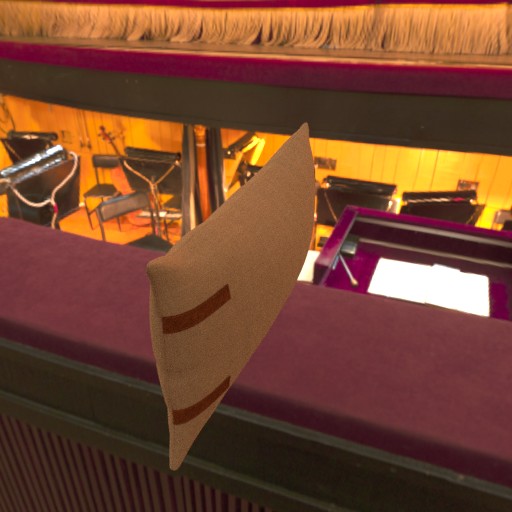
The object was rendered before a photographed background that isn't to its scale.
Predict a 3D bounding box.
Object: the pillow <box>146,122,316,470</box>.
[{"bbox_3d":[0.000,0.000,0.739,0.148,0.308,0.612,10,31,18],"label":"pillow"}]
